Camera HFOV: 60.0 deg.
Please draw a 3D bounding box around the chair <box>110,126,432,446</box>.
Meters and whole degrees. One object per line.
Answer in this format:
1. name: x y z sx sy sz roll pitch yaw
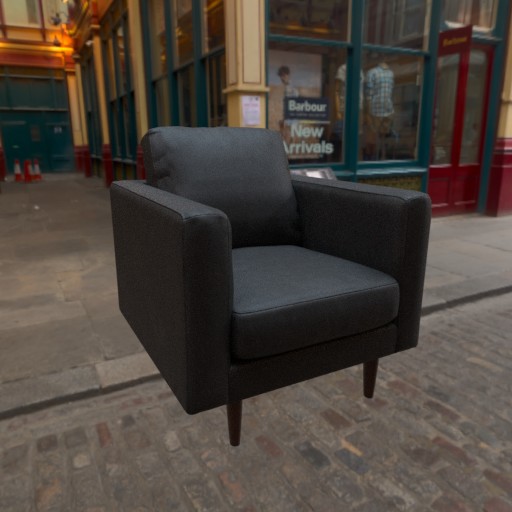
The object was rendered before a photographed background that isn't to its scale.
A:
1. chair: 0.000 0.000 1.578 0.831 0.898 0.879 -8 17 -28
